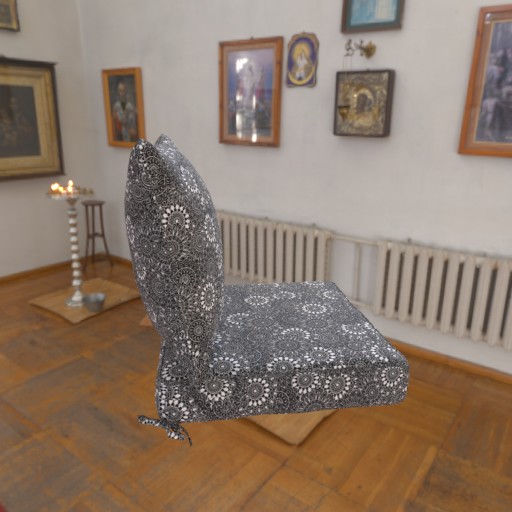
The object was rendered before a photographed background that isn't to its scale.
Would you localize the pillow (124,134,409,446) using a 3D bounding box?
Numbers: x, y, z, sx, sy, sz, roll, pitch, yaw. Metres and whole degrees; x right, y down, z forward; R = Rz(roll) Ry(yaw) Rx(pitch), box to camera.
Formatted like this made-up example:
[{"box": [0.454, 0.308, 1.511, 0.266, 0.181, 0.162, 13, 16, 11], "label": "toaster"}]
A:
[{"box": [0.000, 0.000, 1.363, 0.740, 0.722, 0.798, -2, 16, -8], "label": "pillow"}]
